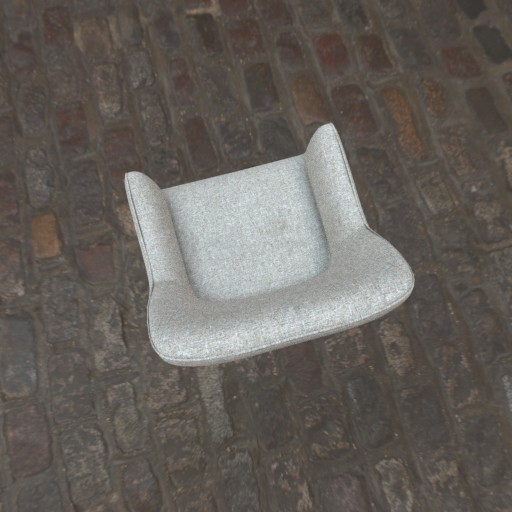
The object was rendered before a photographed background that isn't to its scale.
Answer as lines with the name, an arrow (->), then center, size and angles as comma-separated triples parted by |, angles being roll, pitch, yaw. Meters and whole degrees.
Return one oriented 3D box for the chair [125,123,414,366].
chair -> 0.000, 0.000, 1.182 | 0.543, 0.803, 0.519 | -15, 76, -4
